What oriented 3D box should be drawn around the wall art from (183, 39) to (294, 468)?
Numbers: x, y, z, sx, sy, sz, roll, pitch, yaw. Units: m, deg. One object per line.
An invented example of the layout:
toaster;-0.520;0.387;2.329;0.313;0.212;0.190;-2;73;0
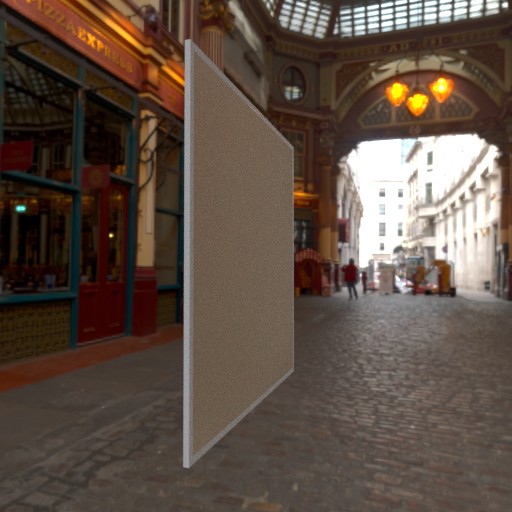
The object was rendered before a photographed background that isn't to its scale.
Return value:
wall art;0.000;0.000;0.688;0.007;0.456;0.456;0;-1;19
